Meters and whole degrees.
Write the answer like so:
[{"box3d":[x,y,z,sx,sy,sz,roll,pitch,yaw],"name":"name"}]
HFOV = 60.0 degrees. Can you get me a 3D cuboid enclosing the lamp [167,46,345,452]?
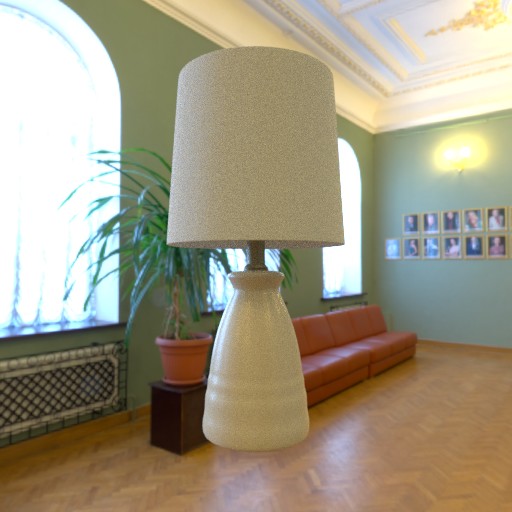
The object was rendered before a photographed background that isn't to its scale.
[{"box3d":[0.000,0.000,0.471,0.186,0.369,0.186,0,-1,0],"name":"lamp"}]
